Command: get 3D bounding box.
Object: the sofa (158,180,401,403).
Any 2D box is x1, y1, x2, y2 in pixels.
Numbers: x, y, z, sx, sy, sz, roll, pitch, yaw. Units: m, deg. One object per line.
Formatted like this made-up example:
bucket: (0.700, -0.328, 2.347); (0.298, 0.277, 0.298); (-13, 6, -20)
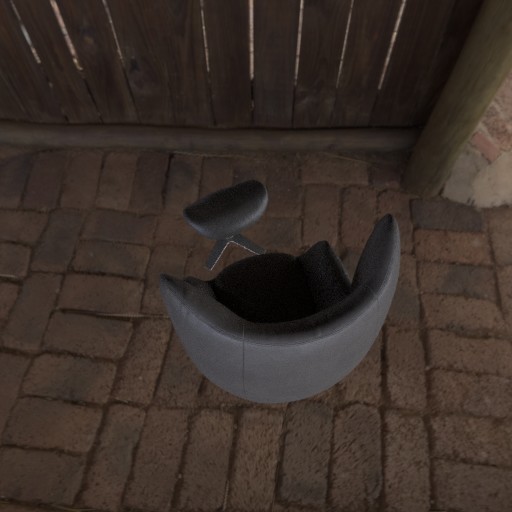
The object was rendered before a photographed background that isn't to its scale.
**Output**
sofa: (0.000, 0.000, 2.165); (0.894, 1.135, 1.444); (-15, 60, -9)
